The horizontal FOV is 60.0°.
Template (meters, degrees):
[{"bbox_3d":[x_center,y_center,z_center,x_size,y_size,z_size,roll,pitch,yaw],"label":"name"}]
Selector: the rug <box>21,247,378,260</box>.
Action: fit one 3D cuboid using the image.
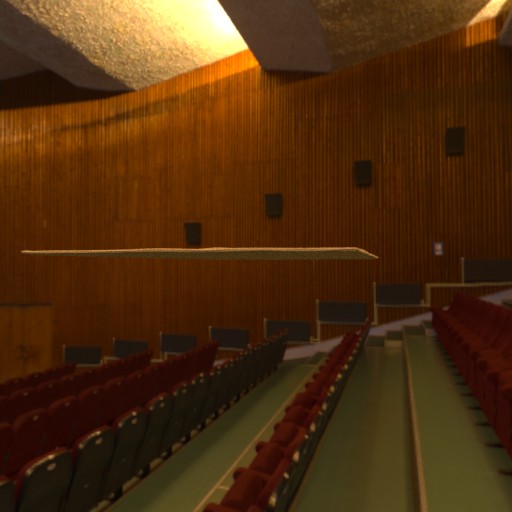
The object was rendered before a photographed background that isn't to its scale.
[{"bbox_3d":[0.000,0.000,2.981,1.521,0.034,2.438,0,-1,17],"label":"rug"}]
